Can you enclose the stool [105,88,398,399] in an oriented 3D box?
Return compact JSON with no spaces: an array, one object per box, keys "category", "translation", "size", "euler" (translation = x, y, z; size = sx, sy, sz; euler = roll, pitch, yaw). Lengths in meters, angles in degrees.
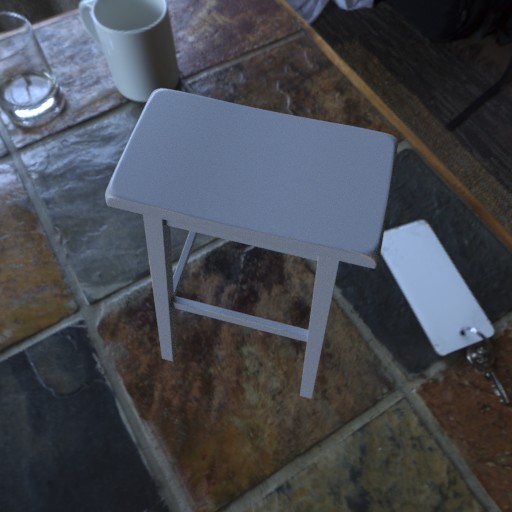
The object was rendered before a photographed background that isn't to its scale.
[{"category":"stool","translation":[0.000,0.000,1.065],"size":[0.457,0.737,0.476],"euler":[13,66,6]}]
